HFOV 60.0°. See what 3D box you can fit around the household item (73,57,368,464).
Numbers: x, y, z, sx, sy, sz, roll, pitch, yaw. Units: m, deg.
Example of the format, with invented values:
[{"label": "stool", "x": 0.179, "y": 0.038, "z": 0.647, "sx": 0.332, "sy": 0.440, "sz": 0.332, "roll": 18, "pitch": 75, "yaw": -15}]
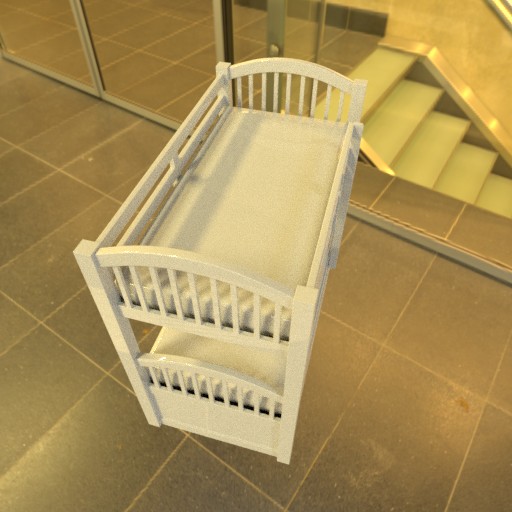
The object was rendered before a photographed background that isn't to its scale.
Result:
[{"label": "household item", "x": 0.000, "y": 0.000, "z": 3.226, "sx": 1.143, "sy": 2.032, "sz": 2.032, "roll": 12, "pitch": 48, "yaw": 11}]
